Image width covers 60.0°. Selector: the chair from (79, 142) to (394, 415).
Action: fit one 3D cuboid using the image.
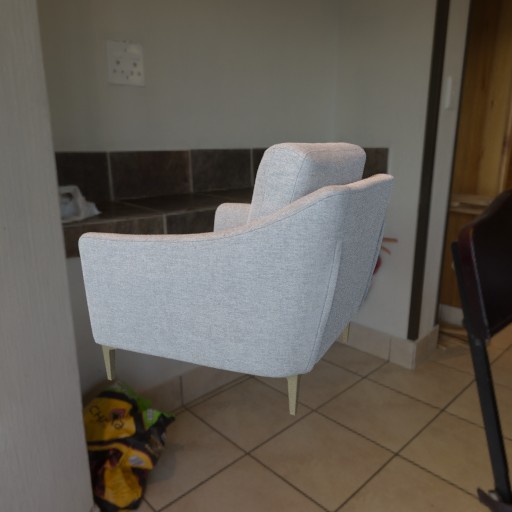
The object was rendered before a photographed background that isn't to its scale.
[{"bbox_3d":[0.000,0.000,1.819,0.961,0.902,0.986,7,16,26],"label":"chair"}]
